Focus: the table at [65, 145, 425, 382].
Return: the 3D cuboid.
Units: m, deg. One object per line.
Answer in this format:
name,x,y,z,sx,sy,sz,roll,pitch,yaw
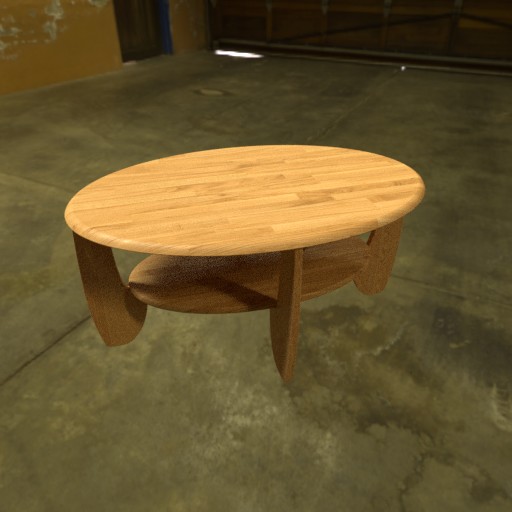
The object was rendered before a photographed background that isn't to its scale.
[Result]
table,0.000,0.000,1.401,1.040,0.490,0.690,-9,33,-15
